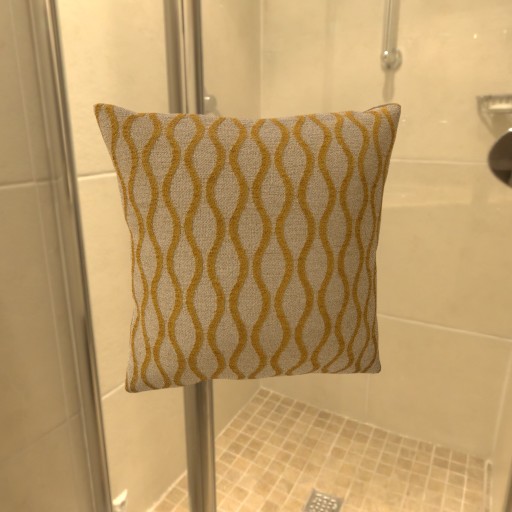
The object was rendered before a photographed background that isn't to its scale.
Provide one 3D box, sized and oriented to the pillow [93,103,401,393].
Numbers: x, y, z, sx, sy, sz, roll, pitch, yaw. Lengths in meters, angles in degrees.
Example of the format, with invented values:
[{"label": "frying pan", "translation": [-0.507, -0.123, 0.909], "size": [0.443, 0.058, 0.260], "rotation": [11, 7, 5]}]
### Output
[{"label": "pillow", "translation": [0.000, 0.000, 0.662], "size": [0.429, 0.436, 0.159], "rotation": [-2, 16, -9]}]
